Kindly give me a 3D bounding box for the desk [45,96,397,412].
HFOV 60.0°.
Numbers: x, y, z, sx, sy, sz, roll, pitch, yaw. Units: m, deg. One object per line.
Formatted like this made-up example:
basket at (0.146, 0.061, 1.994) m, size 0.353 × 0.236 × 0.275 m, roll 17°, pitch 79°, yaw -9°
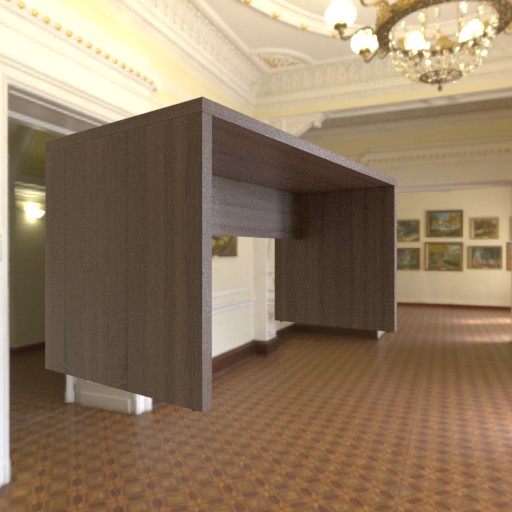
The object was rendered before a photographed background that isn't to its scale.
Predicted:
desk at (0.000, 0.000, 1.796) m, size 0.690 × 0.745 × 1.380 m, roll 0°, pitch 0°, yaw 36°
